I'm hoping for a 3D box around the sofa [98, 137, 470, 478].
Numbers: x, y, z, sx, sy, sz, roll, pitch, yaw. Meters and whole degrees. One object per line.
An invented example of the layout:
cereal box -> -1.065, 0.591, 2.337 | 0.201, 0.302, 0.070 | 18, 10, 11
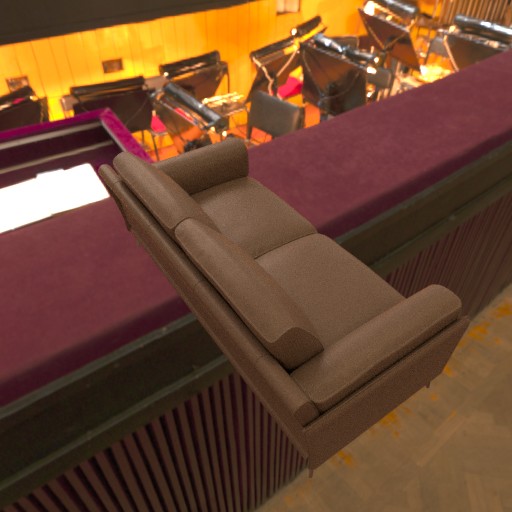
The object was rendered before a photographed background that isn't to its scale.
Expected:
sofa -> 0.000, 0.000, 2.571 | 1.049, 0.930, 2.101 | -25, 48, -25
